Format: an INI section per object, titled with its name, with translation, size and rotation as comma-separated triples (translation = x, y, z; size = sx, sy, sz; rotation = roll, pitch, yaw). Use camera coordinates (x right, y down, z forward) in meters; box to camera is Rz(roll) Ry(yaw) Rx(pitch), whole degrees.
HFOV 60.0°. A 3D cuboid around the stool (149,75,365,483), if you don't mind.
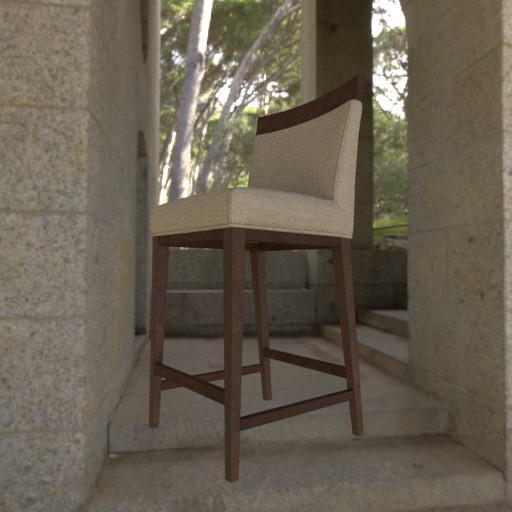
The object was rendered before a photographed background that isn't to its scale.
[stool]
translation = 0.000, 0.000, 1.433
size = 0.531, 1.117, 0.511
rotation = 1, -1, -38
